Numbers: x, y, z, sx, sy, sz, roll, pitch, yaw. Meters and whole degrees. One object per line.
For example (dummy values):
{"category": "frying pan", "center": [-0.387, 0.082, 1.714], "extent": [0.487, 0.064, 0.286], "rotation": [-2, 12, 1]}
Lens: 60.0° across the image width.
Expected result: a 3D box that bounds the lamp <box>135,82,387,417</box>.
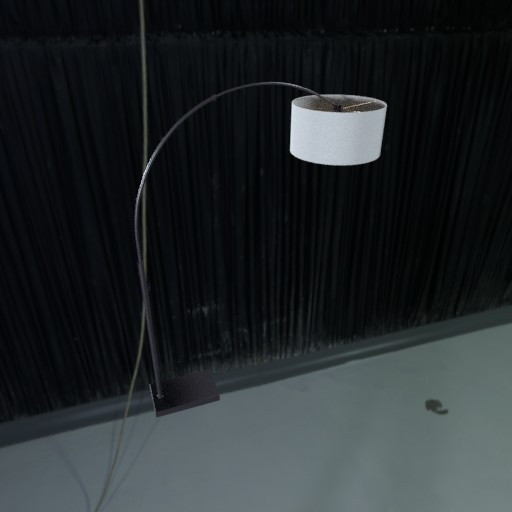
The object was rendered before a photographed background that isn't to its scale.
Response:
{"category": "lamp", "center": [0.000, 0.000, 2.622], "extent": [1.424, 1.927, 0.493], "rotation": [-10, 31, -17]}
